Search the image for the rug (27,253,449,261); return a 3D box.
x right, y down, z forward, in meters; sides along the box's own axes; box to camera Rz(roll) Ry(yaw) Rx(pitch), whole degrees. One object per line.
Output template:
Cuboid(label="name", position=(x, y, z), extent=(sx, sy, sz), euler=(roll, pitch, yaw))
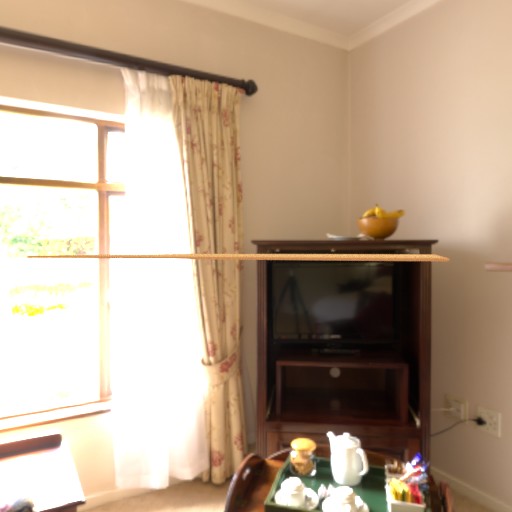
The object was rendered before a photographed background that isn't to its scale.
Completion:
Cuboid(label="rug", position=(0.000, 0.000, 2.768), extent=(2.134, 0.013, 1.524), euler=(0, 1, 20))
